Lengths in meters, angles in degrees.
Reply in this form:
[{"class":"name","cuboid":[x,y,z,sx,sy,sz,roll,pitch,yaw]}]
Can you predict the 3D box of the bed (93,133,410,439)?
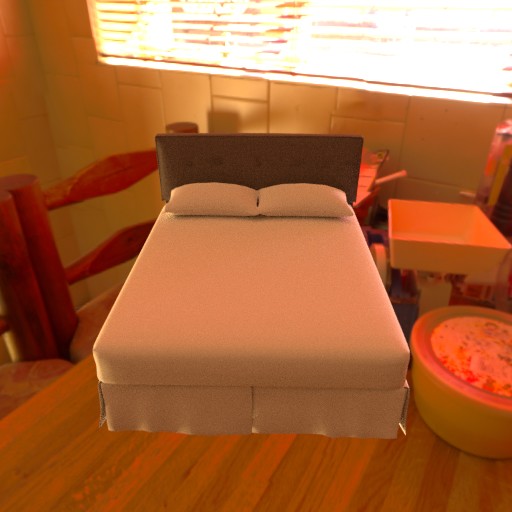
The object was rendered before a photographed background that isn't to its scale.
[{"class":"bed","cuboid":[0.000,0.000,2.837,1.610,1.089,1.894,1,30,1]}]
